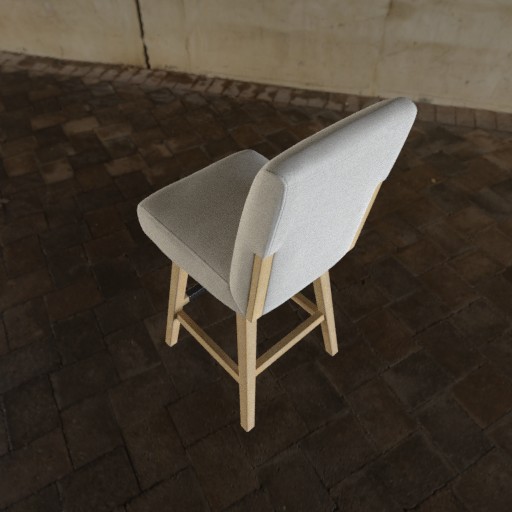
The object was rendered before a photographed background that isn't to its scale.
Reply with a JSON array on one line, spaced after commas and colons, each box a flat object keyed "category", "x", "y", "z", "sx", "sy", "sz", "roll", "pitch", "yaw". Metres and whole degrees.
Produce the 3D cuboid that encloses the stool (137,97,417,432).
[{"category": "stool", "x": 0.000, "y": 0.000, "z": 1.269, "sx": 0.446, "sy": 1.015, "sz": 0.543, "roll": -33, "pitch": 54, "yaw": -28}]
